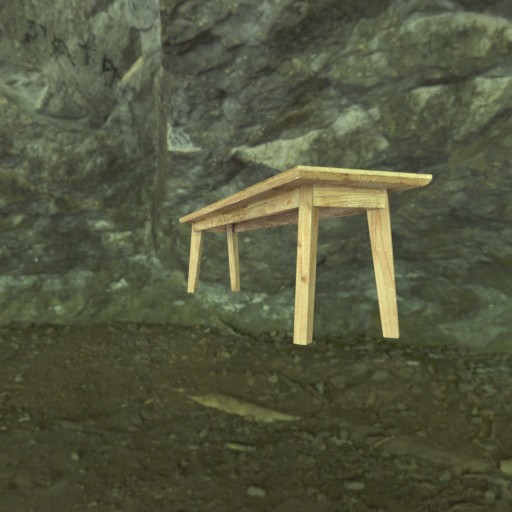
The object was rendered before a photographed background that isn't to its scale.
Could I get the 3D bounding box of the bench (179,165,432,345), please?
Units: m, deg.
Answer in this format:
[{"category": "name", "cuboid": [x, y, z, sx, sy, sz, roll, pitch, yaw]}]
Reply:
[{"category": "bench", "cuboid": [0.000, 0.000, 1.880, 0.378, 0.431, 1.698, 0, 1, -19]}]
